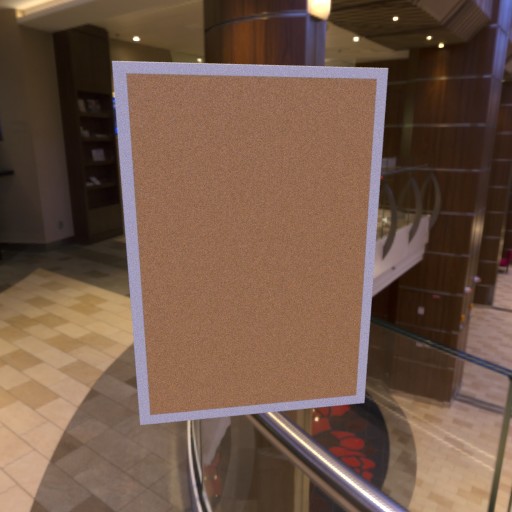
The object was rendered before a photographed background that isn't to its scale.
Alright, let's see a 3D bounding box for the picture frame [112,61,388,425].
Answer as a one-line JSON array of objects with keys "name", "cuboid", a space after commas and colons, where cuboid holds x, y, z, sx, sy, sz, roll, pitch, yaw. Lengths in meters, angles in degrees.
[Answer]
[{"name": "picture frame", "cuboid": [0.000, 0.000, 0.545, 0.305, 0.434, 0.013, -2, 15, -9]}]
